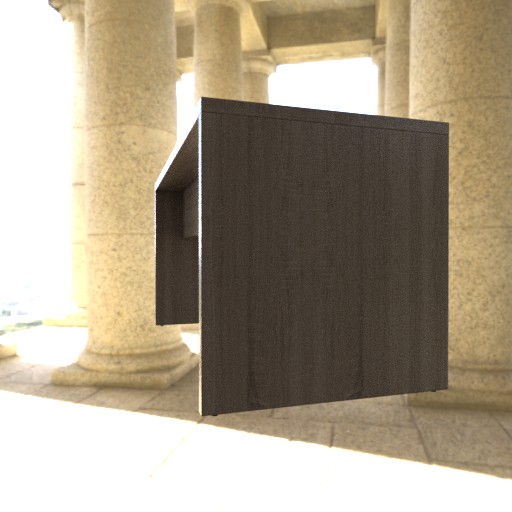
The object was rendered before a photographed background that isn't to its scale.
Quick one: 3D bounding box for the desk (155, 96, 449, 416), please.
[{"bbox_3d":[0.000,0.000,1.783,0.690,0.745,1.380,0,0,-17],"label":"desk"}]
